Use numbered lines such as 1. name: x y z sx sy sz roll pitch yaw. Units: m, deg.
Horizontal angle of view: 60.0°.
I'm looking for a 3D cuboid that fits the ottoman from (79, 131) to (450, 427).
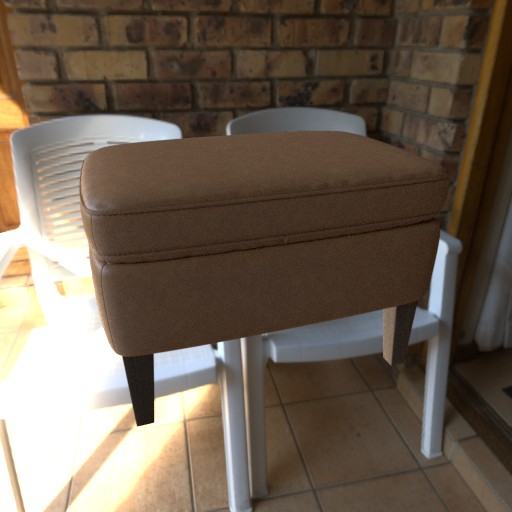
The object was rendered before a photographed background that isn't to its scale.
1. ottoman: 0.000 0.000 0.975 0.670 0.480 0.420 -8 27 -16
